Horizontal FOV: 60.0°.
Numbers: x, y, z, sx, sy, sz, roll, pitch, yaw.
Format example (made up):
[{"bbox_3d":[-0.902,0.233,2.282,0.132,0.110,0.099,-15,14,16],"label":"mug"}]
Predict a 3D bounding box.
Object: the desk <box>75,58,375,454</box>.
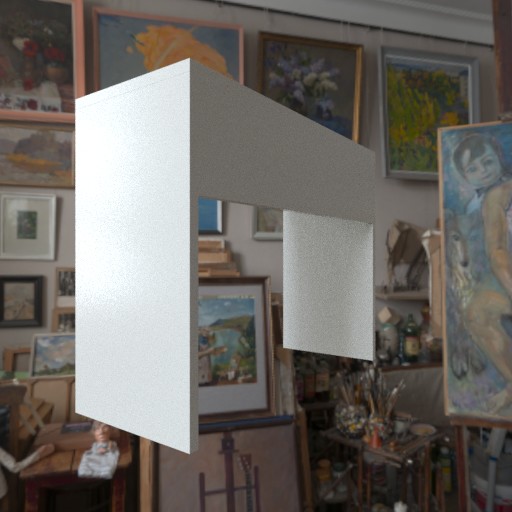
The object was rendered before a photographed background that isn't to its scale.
[{"bbox_3d":[0.000,0.000,1.406,0.400,0.790,1.000,0,0,36],"label":"desk"}]
